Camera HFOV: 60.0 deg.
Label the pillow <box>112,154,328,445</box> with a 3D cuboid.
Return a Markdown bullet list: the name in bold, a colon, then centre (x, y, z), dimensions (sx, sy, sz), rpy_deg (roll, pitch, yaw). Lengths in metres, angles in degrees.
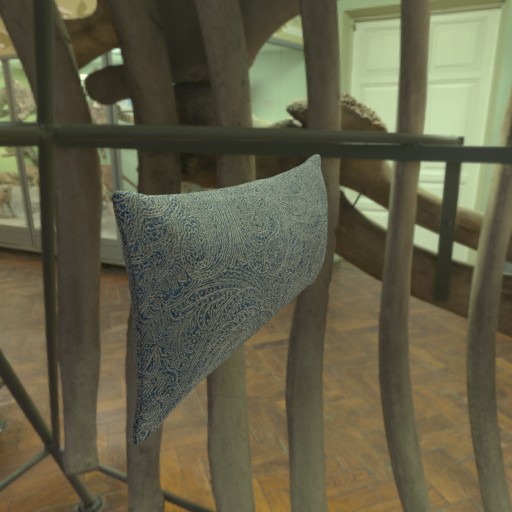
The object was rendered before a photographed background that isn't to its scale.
- **pillow**: centre (0.000, 0.000, 0.732), dimensions (0.151, 0.295, 0.615), rpy_deg (8, 18, 25)
